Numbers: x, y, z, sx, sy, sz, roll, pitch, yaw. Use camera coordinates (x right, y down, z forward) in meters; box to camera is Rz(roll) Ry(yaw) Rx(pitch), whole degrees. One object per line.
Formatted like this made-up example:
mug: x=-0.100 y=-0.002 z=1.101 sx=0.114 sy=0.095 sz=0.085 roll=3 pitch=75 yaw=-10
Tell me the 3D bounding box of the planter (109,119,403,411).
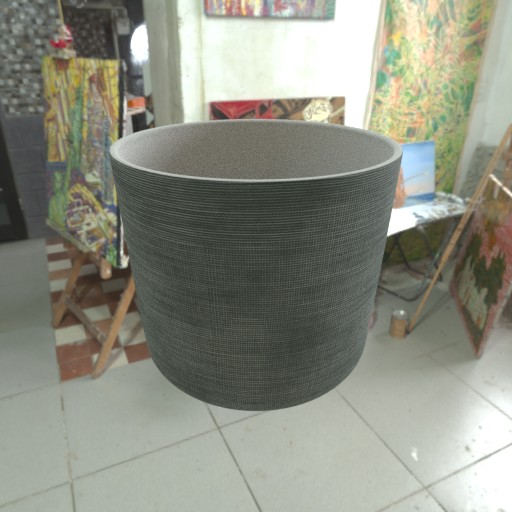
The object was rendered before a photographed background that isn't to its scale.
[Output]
planter: x=0.000 y=0.000 z=0.778 sx=0.440 sy=0.398 sz=0.440 roll=0 pitch=26 yaw=0
